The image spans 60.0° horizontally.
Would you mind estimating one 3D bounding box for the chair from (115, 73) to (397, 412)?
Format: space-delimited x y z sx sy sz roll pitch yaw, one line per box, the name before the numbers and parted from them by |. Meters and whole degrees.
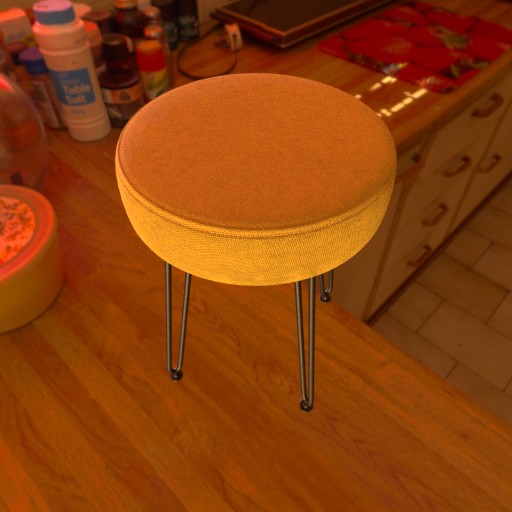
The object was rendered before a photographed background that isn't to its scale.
chair | 0.000 0.000 0.699 0.345 0.455 0.345 10 49 9
